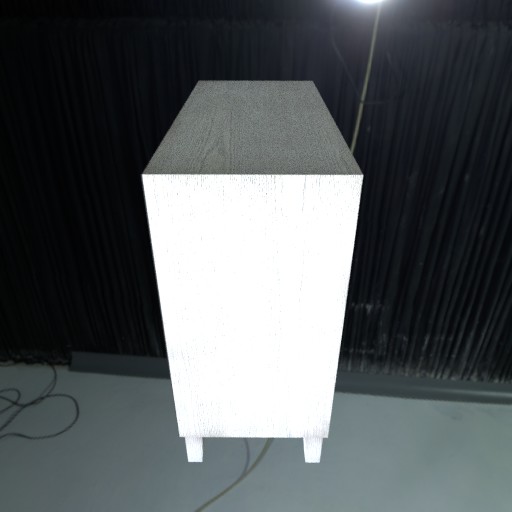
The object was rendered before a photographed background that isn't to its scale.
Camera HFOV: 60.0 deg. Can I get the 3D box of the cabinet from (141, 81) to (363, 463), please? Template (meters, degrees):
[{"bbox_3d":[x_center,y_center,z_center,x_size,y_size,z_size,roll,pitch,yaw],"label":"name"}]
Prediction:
[{"bbox_3d":[0.000,0.000,1.242,0.370,0.787,0.781,0,32,0],"label":"cabinet"}]
